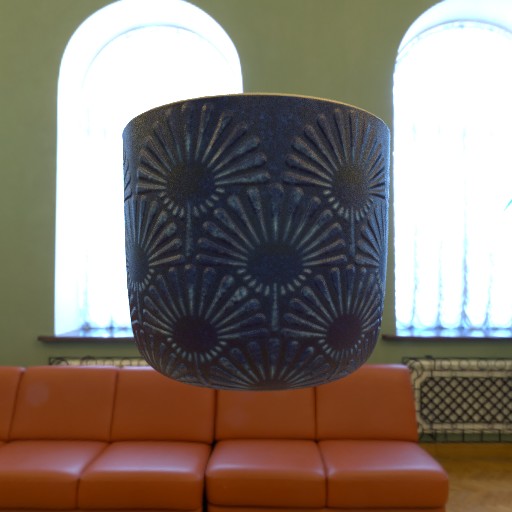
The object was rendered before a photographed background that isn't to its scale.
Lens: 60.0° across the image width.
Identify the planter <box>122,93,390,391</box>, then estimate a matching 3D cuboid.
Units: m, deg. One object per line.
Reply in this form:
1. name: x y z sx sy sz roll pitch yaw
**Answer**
1. planter: 0.000 0.000 0.212 0.124 0.109 0.124 0 -2 0
